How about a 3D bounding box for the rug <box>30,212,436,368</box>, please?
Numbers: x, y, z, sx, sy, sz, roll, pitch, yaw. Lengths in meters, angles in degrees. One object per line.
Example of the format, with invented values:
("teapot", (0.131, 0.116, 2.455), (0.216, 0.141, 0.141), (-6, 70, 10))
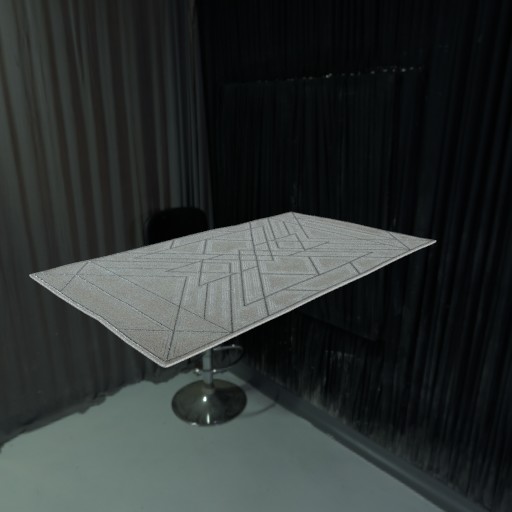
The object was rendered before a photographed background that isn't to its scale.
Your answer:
("rug", (0.000, 0.000, 1.071), (0.511, 0.008, 0.869), (17, 25, 42))
